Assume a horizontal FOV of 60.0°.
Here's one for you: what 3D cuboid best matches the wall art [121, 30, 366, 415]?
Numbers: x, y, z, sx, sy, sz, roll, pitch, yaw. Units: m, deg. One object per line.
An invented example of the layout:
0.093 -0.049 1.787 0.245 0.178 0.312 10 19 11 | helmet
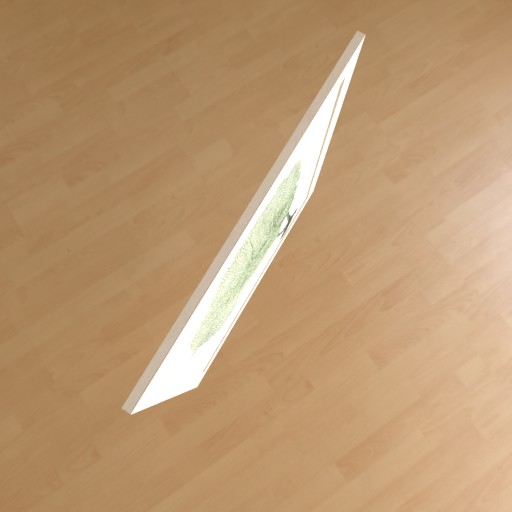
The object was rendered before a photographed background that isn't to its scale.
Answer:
0.000 0.000 0.849 0.013 0.584 0.584 30 78 7 | wall art
